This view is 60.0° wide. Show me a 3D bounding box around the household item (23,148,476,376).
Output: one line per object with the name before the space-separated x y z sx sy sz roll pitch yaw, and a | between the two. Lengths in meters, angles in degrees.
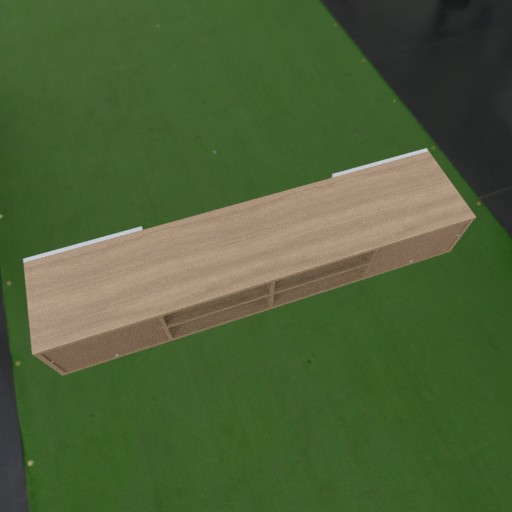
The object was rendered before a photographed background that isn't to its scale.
household item | 0.000 0.000 1.980 1.850 0.310 0.420 -17 61 -9
